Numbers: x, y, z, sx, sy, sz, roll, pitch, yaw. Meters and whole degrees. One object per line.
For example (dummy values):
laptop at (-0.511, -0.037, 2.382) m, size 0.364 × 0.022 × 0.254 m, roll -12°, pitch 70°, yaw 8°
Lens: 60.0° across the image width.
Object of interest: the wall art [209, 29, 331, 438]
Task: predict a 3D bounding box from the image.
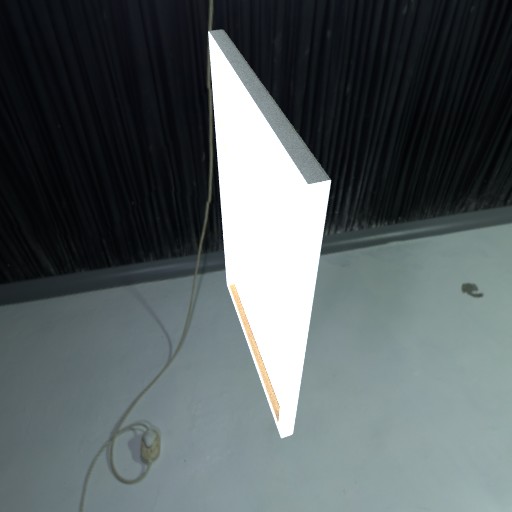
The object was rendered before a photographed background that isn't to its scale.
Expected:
wall art at (0.000, 0.000, 1.160) m, size 0.038 × 0.912 × 0.607 m, roll -13°, pitch 48°, yaw -12°
